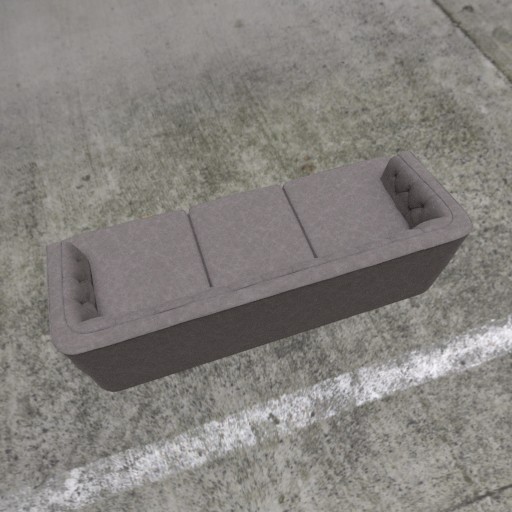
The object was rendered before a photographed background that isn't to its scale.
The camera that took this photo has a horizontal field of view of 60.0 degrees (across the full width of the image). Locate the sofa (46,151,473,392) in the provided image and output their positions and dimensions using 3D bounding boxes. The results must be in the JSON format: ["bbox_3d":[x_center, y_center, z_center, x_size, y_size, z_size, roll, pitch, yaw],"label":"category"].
[{"bbox_3d":[0.000,0.000,2.671,2.247,0.806,0.917,-16,60,-10],"label":"sofa"}]
